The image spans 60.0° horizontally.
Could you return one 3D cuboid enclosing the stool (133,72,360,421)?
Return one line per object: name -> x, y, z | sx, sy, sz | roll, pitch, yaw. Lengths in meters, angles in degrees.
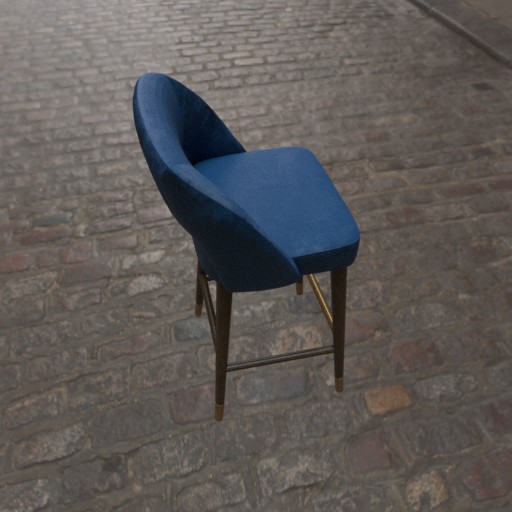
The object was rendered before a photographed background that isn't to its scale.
stool -> 0.000, 0.000, 1.288 | 0.515, 1.016, 0.514 | -10, 47, -10
